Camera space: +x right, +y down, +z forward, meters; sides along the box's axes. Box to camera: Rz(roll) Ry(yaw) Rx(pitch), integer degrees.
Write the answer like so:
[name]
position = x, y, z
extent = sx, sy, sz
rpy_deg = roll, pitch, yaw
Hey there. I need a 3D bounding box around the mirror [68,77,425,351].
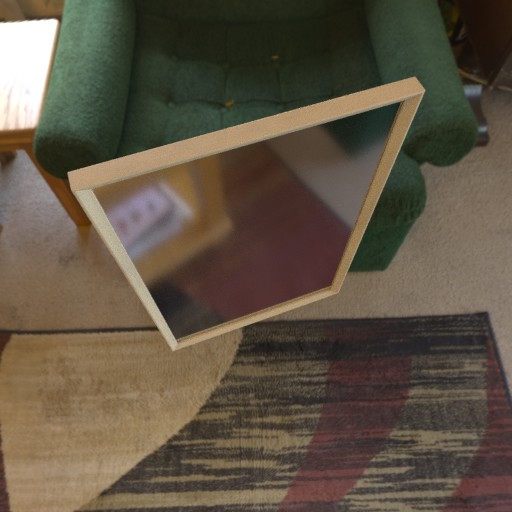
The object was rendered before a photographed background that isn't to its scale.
[mirror]
position = 0.000, 0.000, 1.132
extent = 0.609, 0.915, 0.041
rpy_deg = -18, 64, -9
